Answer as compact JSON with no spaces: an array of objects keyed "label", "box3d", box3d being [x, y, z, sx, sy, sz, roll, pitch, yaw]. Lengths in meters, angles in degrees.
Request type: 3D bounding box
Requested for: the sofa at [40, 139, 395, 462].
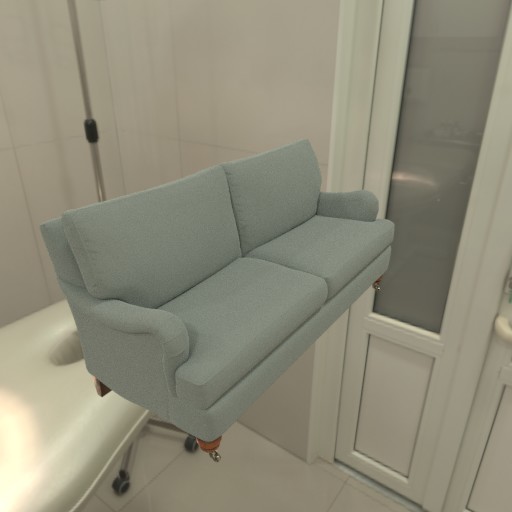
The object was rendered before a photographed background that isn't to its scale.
[{"label":"sofa","box3d":[0.000,0.000,2.801,1.069,1.096,2.193,18,31,32]}]
